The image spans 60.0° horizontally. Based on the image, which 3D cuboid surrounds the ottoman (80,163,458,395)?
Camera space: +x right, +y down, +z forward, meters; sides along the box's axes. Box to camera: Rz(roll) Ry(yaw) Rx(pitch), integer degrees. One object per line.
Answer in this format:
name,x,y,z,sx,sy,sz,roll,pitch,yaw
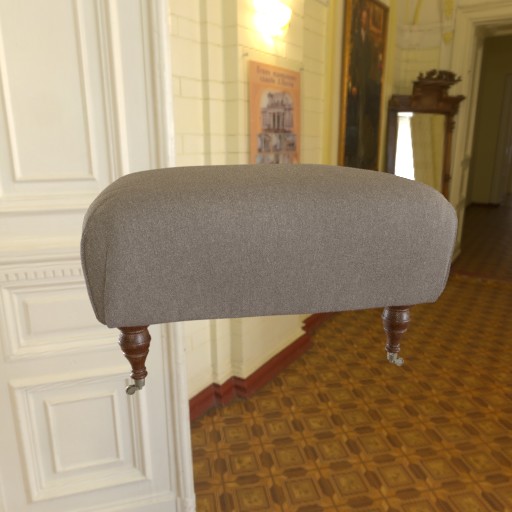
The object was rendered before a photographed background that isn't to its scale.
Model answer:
ottoman,0.000,0.000,1.114,0.747,0.450,0.622,-3,15,-11
